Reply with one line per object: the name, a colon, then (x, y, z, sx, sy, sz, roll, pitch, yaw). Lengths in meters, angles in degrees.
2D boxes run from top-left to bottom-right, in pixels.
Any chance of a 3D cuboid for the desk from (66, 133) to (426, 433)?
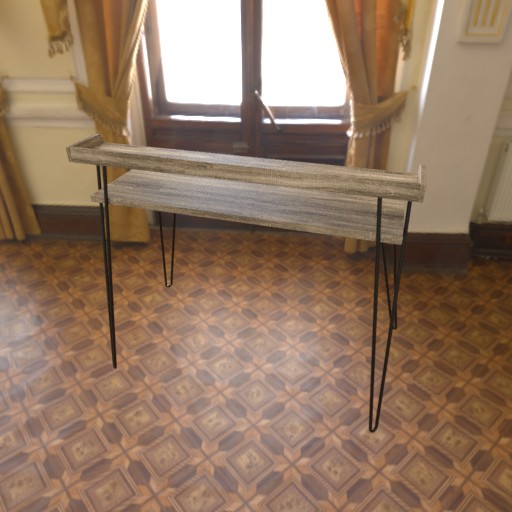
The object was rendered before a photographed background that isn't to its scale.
desk: (0.000, 0.000, 1.657, 1.135, 0.899, 0.605, 9, 32, 15)
